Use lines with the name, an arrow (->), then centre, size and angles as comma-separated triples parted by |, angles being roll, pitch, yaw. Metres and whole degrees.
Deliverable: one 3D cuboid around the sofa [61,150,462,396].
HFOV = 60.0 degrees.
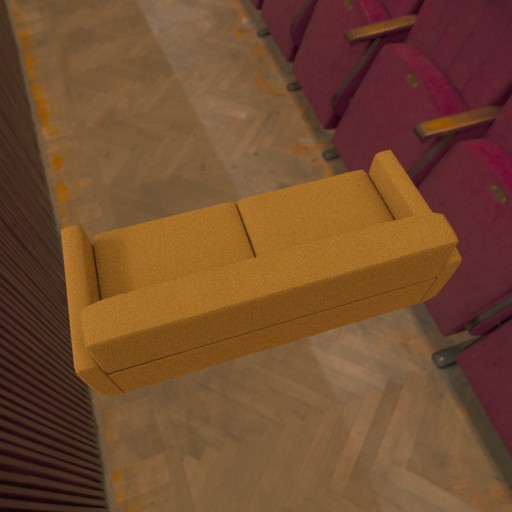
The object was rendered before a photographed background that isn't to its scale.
sofa -> 0.000, 0.000, 2.548 | 2.029, 0.841, 0.909 | -15, 60, -9
